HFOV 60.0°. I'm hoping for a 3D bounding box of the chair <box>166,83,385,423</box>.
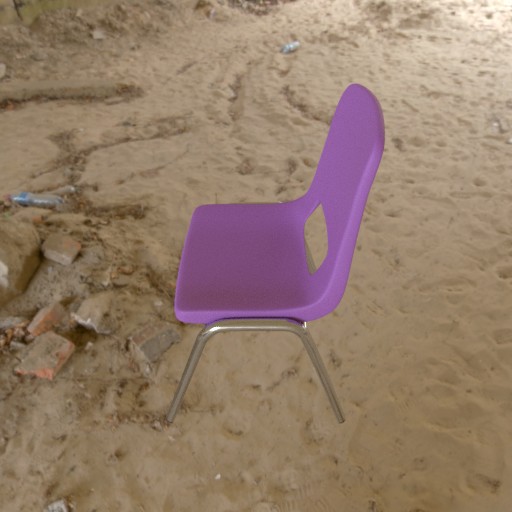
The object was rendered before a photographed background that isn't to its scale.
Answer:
[{"bbox_3d":[0.000,0.000,0.690,0.301,0.493,0.291,0,41,0],"label":"chair"}]
